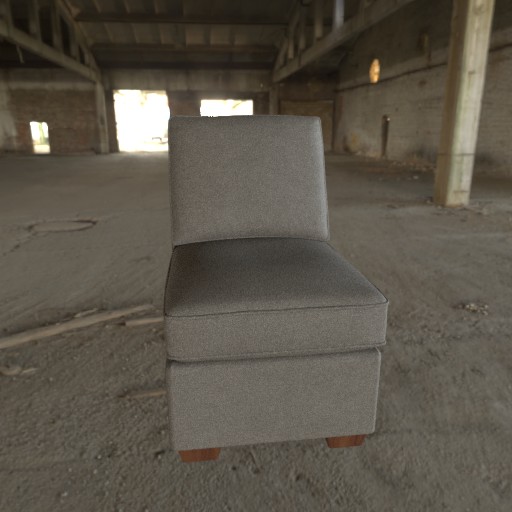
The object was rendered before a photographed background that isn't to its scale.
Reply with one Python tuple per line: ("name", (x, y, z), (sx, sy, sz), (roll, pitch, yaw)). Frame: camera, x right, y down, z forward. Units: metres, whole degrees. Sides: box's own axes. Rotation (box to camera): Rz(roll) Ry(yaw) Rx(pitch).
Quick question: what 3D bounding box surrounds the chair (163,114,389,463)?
("chair", (0.000, 0.000, 1.562), (0.621, 0.970, 0.938), (-2, 16, -7))
